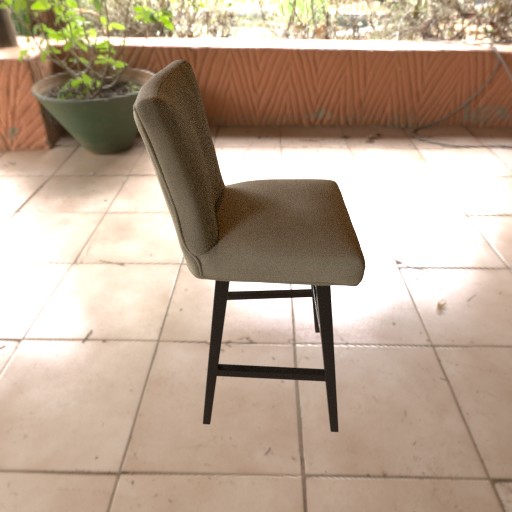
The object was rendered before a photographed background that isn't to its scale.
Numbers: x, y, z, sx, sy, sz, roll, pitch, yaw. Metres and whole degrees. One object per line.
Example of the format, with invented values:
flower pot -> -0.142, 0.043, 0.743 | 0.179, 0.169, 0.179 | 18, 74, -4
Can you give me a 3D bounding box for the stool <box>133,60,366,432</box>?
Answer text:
stool -> 0.000, 0.000, 1.412 | 0.574, 1.086, 0.514 | 0, 33, 0
